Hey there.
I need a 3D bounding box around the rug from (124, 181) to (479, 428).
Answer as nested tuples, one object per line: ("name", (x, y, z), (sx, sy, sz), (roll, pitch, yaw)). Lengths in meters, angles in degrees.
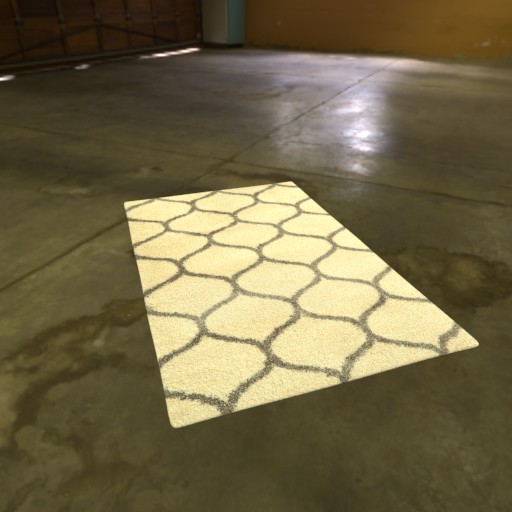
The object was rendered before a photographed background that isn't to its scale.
("rug", (0.000, 0.000, 2.904), (1.501, 0.024, 2.348), (-10, 31, -16))
